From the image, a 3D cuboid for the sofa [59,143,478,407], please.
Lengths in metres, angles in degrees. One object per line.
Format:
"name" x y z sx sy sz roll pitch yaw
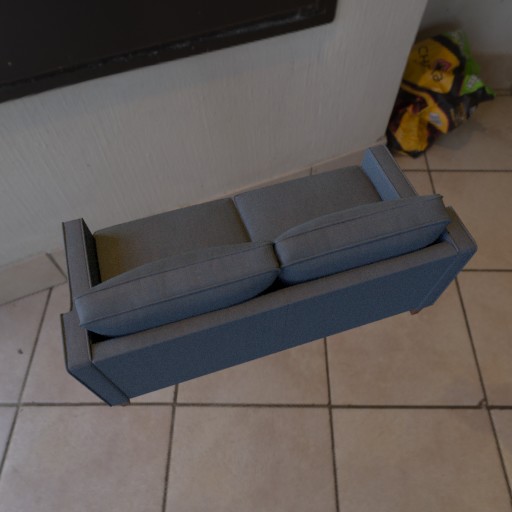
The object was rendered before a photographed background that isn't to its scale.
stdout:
"sofa" 0.000 0.000 2.768 2.178 1.071 1.066 -15 60 -9
